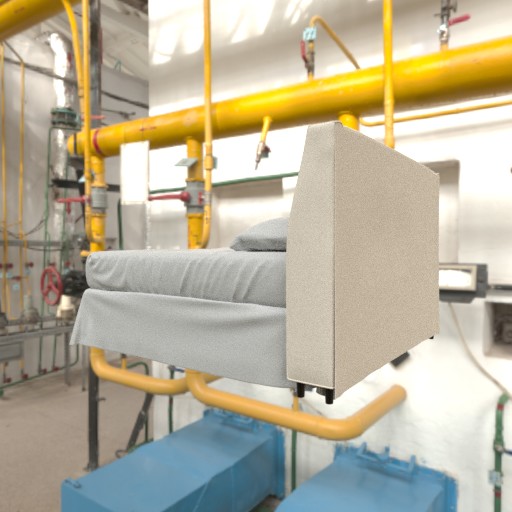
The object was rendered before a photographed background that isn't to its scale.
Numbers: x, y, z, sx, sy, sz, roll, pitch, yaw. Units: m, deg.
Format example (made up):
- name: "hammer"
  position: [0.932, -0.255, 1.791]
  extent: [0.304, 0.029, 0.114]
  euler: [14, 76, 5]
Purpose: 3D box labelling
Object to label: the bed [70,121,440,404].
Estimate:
- name: "bed"
  position: [0.000, 0.000, 3.431]
  extent: [2.276, 1.332, 1.925]
  euler: [1, 2, 36]
